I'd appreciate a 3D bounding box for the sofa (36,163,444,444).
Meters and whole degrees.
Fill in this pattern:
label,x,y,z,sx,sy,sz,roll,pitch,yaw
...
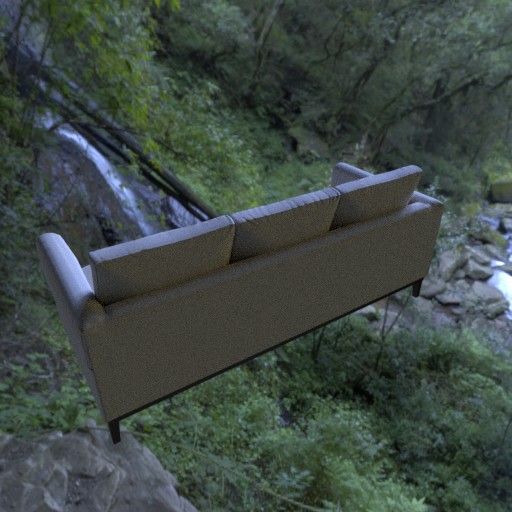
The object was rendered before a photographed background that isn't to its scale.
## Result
label,x,y,z,sx,sy,sz,roll,pitch,yaw
sofa,0.000,0.000,2.617,2.198,0.911,0.902,-18,35,-28
